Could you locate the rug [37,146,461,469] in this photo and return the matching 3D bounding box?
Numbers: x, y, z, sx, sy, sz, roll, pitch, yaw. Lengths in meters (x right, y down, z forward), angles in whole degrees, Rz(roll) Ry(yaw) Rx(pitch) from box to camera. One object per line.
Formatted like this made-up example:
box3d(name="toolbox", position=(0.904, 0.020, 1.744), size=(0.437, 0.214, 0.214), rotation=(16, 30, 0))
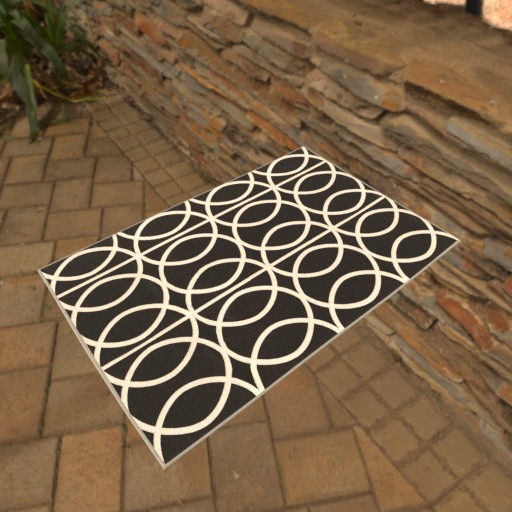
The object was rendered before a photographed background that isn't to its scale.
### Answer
box3d(name="rug", position=(0.000, 0.000, 2.844), size=(2.294, 0.014, 1.528), rotation=(-30, 53, -26))
